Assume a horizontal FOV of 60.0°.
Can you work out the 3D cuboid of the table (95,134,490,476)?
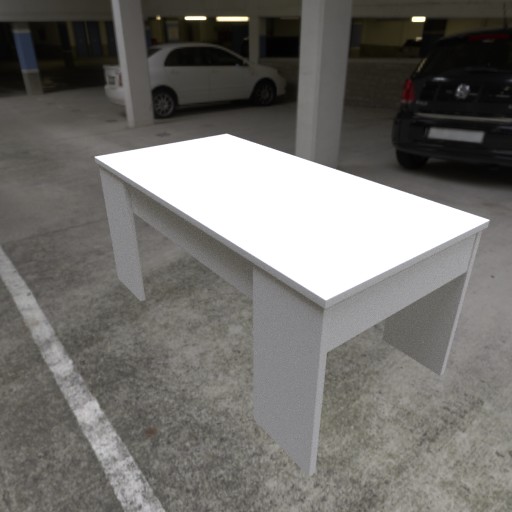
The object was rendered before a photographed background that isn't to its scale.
[{"bbox_3d":[0.000,0.000,1.271,0.500,0.440,1.000,-20,34,-33],"label":"table"}]
